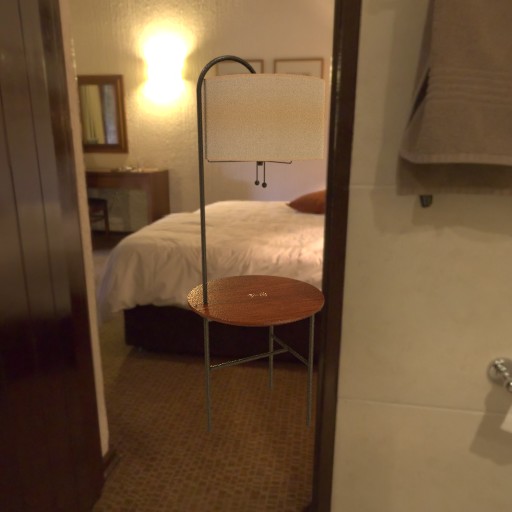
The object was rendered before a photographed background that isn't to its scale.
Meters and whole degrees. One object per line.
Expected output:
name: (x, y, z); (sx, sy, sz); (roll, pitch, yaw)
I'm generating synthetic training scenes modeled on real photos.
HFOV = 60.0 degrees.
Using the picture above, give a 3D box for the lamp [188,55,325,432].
lamp: (0.000, 0.000, 1.835); (0.573, 1.517, 0.573); (0, 15, 0)
